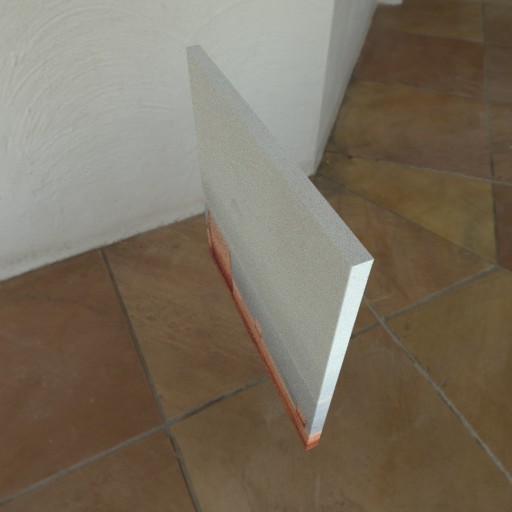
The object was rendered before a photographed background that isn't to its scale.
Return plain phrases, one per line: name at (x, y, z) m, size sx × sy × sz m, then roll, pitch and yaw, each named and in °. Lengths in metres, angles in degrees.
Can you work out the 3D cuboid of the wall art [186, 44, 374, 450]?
wall art at (0.000, 0.000, 0.603) m, size 0.023 × 0.405 × 0.405 m, roll -18°, pitch 51°, yaw -15°
